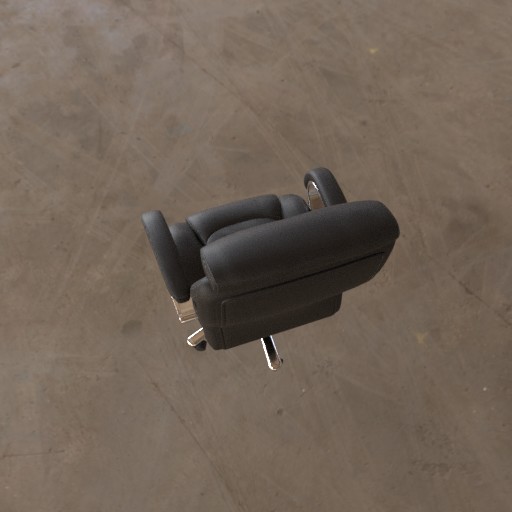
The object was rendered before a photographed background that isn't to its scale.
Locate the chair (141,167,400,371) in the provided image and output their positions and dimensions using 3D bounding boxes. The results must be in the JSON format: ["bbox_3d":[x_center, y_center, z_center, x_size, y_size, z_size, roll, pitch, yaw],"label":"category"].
[{"bbox_3d":[0.000,0.000,1.696,0.755,1.183,0.790,-16,60,-10],"label":"chair"}]
